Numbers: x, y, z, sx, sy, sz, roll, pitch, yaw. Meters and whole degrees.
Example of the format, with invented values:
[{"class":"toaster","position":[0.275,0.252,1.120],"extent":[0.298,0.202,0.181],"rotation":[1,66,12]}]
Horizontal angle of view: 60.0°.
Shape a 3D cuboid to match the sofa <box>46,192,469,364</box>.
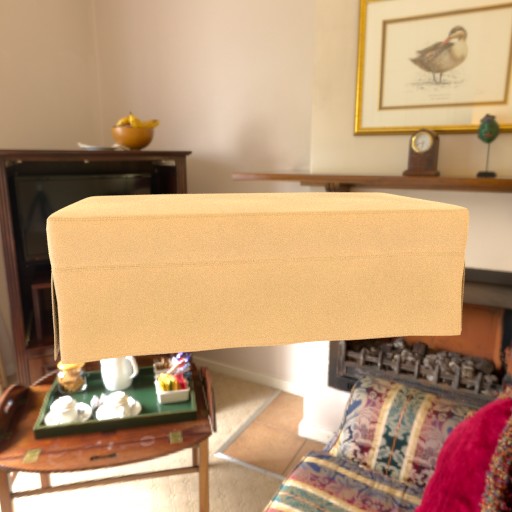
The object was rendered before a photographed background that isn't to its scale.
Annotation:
[{"class":"sofa","position":[0.000,0.000,2.109],"extent":[1.677,0.552,0.939],"rotation":[-2,12,-10]}]
